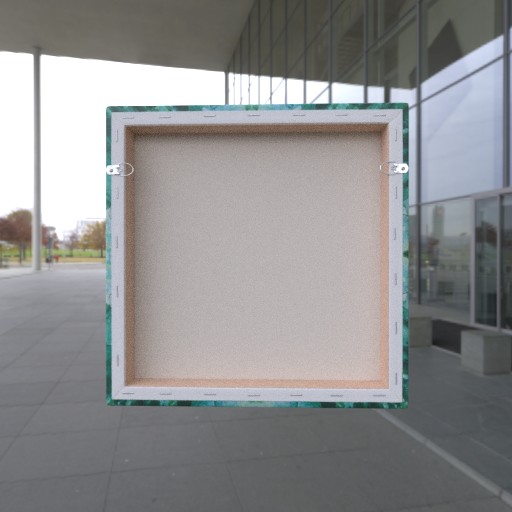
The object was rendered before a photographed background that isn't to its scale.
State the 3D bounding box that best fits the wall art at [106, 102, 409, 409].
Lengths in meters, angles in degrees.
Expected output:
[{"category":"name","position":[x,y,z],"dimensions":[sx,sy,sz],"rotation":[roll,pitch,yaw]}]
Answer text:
[{"category":"wall art","position":[0.000,0.000,0.471],"dimensions":[0.313,0.313,0.033],"rotation":[0,0,2]}]
